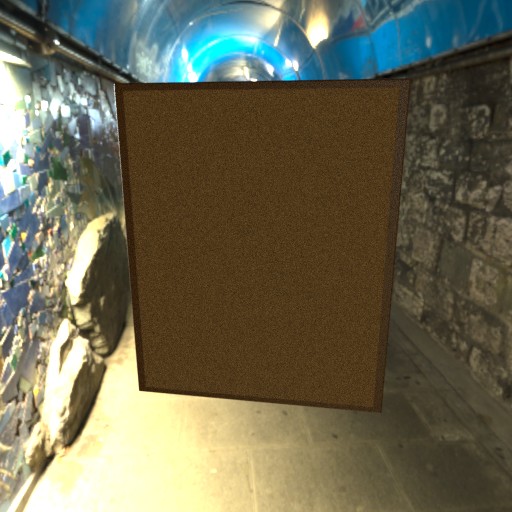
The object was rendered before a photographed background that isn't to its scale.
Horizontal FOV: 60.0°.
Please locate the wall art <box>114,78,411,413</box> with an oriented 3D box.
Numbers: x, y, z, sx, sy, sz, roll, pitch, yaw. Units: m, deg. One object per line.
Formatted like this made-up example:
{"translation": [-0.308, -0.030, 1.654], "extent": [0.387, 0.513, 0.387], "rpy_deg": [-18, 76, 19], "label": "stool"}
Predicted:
{"translation": [0.000, 0.000, 0.746], "extent": [0.449, 0.550, 0.021], "rpy_deg": [2, 16, 8], "label": "wall art"}
